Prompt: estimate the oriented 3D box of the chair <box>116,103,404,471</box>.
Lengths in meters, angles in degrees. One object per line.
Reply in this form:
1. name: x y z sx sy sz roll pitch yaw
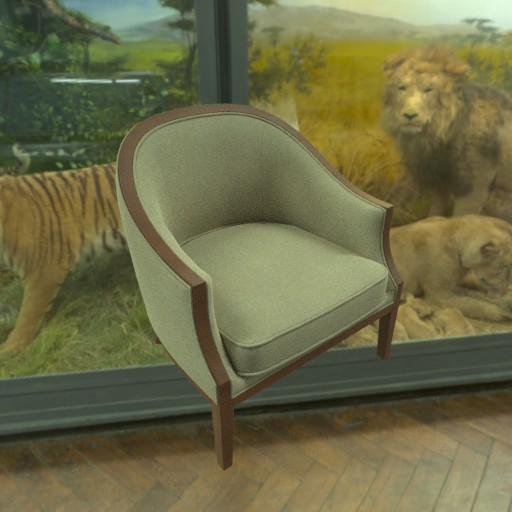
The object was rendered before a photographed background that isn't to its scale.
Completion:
1. chair: 0.000 0.000 1.506 0.803 0.876 0.735 -22 36 -33
